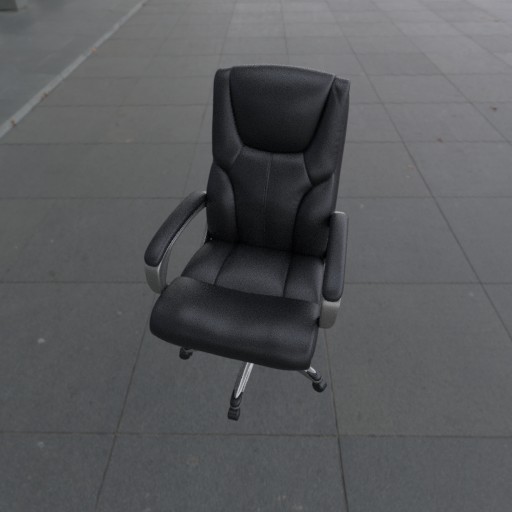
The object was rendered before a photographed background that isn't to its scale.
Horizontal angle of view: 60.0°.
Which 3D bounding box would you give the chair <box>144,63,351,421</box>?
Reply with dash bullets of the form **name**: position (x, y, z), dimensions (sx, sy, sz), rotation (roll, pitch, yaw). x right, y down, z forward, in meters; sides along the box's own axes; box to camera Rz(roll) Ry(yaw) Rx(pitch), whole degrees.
- **chair**: position (0.000, 0.000, 1.621), dimensions (0.663, 1.155, 0.739), rotation (10, 40, 12)
